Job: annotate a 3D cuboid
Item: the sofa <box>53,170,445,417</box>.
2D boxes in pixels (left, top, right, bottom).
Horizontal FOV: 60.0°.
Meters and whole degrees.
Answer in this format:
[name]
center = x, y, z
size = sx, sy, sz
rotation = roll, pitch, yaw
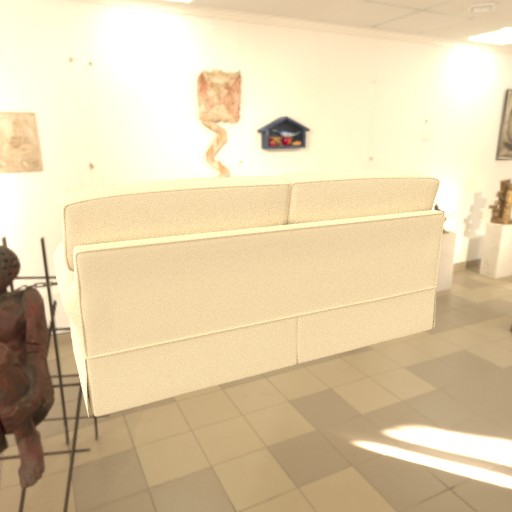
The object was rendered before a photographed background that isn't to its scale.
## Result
[sofa]
center = 0.000, 0.000, 2.456
size = 2.021, 0.937, 0.862
rotation = -7, 17, -26
